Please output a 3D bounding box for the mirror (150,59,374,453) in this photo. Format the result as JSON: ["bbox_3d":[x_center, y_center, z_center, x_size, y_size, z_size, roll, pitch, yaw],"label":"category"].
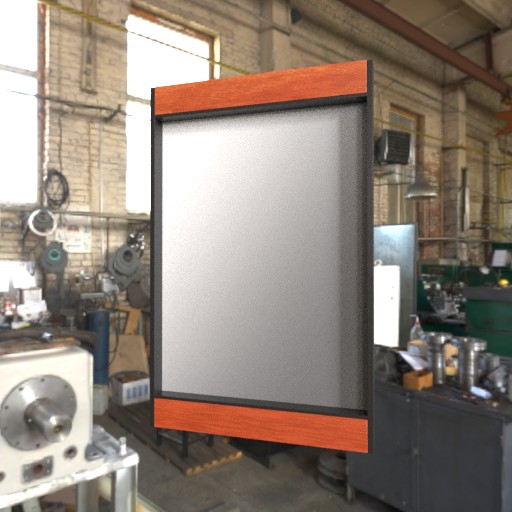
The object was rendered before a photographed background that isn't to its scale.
[{"bbox_3d":[0.000,0.000,1.022,0.525,0.823,0.047,0,-1,17],"label":"mirror"}]
